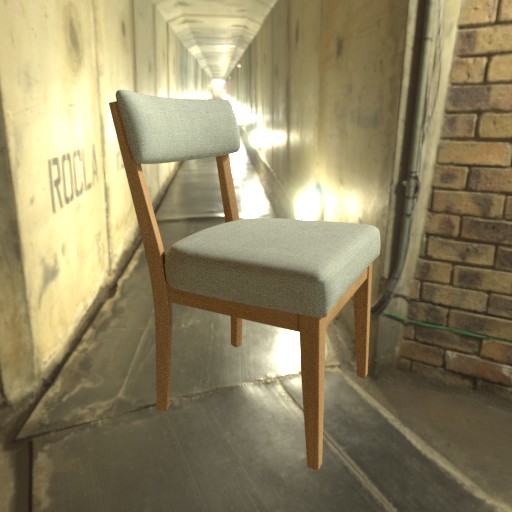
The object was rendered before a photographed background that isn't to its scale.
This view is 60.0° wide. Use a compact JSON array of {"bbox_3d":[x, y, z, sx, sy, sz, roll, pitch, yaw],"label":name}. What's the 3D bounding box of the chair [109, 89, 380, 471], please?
[{"bbox_3d":[0.000,0.000,1.198,0.572,0.832,0.508,8,19,26],"label":"chair"}]
